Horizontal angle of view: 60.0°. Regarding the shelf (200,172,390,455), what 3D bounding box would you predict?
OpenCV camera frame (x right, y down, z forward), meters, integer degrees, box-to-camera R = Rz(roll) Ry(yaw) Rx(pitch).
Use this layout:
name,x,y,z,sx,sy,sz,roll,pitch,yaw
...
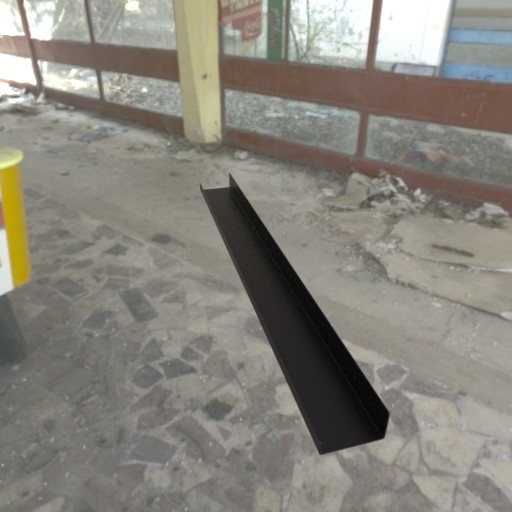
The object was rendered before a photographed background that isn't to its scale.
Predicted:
name,x,y,z,sx,sy,sz,roll,pitch,yaw
shelf,0.000,0.000,0.938,0.092,0.049,0.924,-8,31,-13
